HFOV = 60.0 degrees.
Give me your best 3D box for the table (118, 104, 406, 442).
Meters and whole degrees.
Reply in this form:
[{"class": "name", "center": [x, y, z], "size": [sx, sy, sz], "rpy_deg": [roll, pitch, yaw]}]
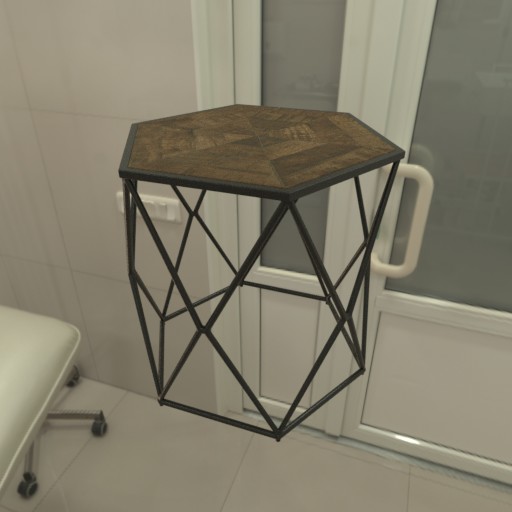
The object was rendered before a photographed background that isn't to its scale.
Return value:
[{"class": "table", "center": [0.000, 0.000, 1.034], "size": [0.578, 0.564, 0.579], "rpy_deg": [10, 32, 17]}]
